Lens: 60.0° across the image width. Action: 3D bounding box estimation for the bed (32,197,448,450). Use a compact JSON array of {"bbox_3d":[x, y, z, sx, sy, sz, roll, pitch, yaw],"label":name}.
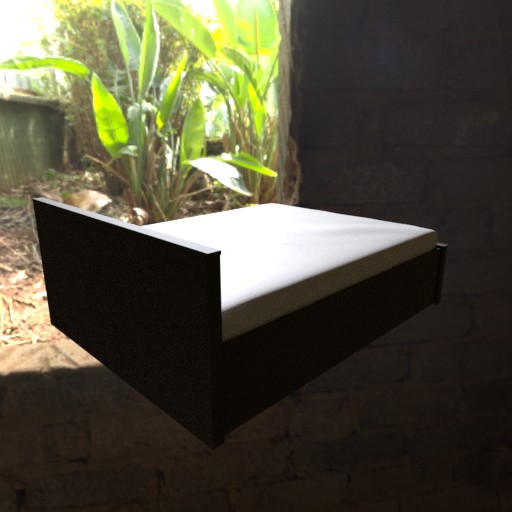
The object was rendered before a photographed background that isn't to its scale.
[{"bbox_3d":[0.000,0.000,2.892,1.634,0.808,2.103,16,23,43],"label":"bed"}]
